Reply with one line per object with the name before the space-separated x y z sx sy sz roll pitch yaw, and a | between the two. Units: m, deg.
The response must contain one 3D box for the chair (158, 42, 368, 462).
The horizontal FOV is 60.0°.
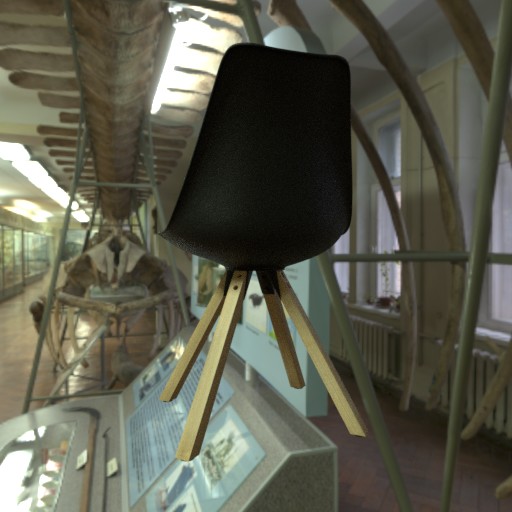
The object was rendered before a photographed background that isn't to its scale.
chair | 0.000 0.000 1.151 0.485 0.850 0.549 0 1 -17
